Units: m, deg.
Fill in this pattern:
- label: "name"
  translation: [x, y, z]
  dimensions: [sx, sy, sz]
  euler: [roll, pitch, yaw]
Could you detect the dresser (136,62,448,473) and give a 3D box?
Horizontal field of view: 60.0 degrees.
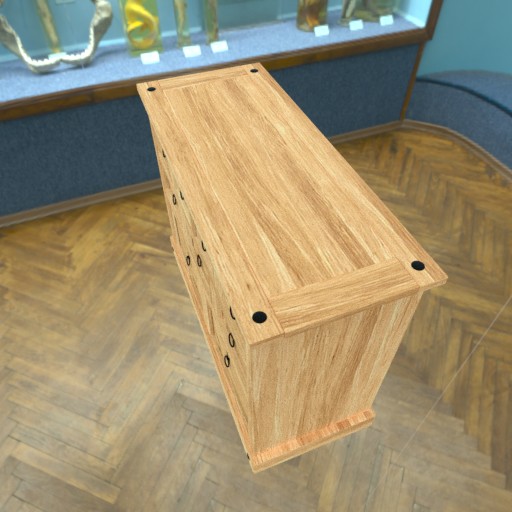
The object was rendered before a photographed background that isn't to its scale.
- label: "dresser"
  translation: [0.000, 0.000, 1.383]
  dimensions: [0.410, 0.740, 0.990]
  euler: [-16, 50, -14]
